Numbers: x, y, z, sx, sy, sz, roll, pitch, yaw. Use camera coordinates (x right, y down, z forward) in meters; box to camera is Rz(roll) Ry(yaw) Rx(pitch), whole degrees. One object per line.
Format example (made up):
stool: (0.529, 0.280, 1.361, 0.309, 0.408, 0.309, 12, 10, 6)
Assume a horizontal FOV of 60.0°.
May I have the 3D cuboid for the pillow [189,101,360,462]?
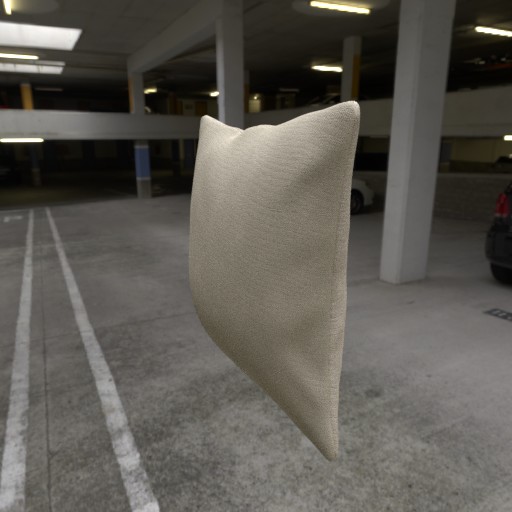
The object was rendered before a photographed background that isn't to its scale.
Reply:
pillow: (0.000, 0.000, 0.670, 0.162, 0.420, 0.437, -8, 17, -26)
